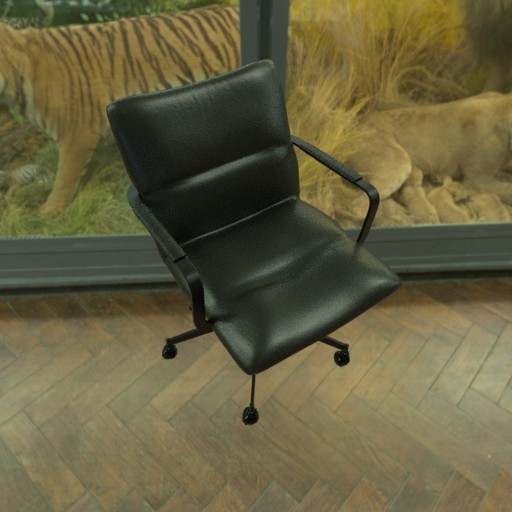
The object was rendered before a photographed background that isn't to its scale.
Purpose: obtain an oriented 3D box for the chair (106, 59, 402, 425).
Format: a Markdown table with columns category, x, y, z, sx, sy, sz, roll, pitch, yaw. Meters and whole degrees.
| category | x | y | z | sx | sy | sz | roll | pitch | yaw |
| --- | --- | --- | --- | --- | --- | --- | --- | --- | --- |
| chair | 0.000 | 0.000 | 1.451 | 0.719 | 0.922 | 0.748 | -25 | 51 | -23 |
